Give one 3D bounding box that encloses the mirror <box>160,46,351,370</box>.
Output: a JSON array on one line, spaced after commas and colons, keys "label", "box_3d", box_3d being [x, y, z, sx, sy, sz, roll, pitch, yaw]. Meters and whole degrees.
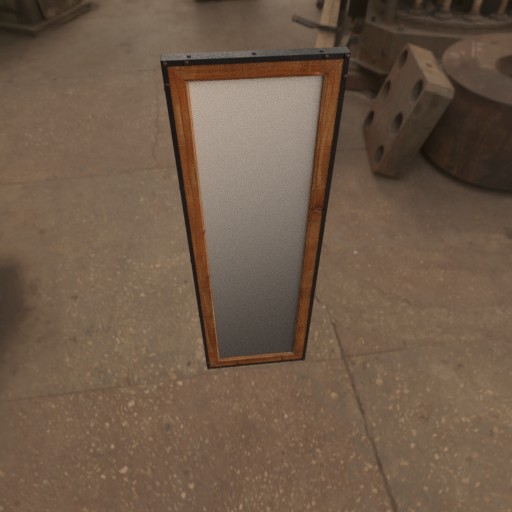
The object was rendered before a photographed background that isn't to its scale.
[{"label": "mirror", "box_3d": [0.000, 0.000, 1.204, 0.354, 1.080, 0.042, -4, 46, -4]}]
